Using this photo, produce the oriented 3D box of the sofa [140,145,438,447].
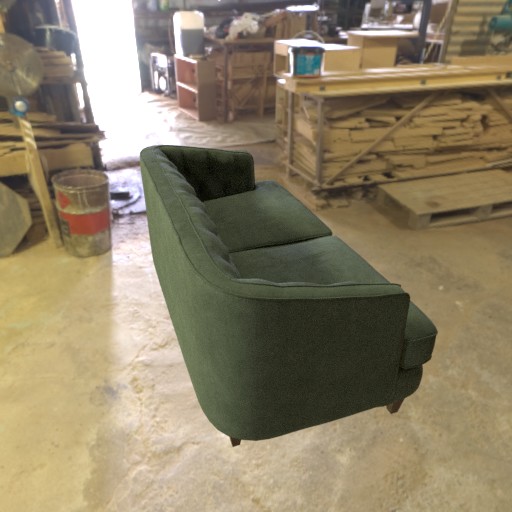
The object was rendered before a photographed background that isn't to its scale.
[{"bbox_3d":[0.000,0.000,2.282,0.941,0.855,1.733,-11,32,-17],"label":"sofa"}]
